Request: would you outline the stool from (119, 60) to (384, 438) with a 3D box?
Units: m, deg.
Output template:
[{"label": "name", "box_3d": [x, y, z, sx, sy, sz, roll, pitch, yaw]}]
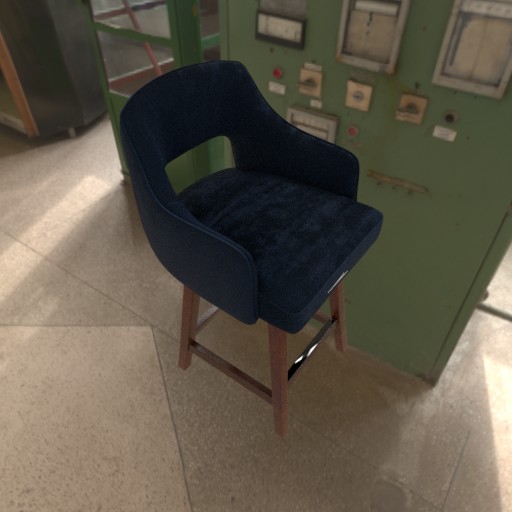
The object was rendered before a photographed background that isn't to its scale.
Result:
[{"label": "stool", "box_3d": [0.000, 0.000, 1.291, 0.560, 0.940, 0.550, 26, 48, 26]}]
